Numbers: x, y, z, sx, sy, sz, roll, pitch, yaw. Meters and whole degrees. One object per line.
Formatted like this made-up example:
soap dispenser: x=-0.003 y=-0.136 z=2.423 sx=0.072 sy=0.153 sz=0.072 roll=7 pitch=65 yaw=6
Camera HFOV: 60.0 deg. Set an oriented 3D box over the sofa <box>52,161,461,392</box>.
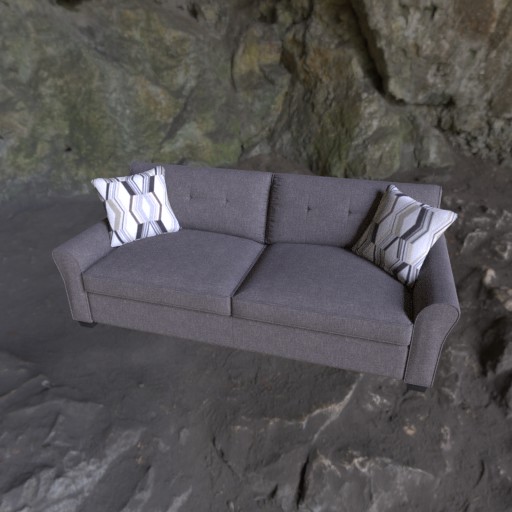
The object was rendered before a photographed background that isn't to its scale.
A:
sofa: x=0.000 y=0.000 z=2.497 sx=2.032 sy=0.813 sz=0.889 roll=7 pitch=27 yaw=15
